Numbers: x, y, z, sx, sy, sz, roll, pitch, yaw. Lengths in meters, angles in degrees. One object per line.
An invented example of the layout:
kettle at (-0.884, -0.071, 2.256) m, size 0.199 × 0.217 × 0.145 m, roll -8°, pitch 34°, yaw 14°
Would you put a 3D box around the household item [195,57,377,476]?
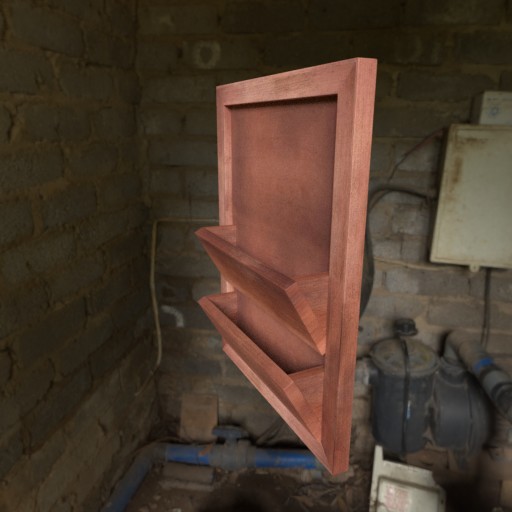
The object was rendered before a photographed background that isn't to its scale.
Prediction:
household item at (0.000, 0.000, 0.536) m, size 0.067 × 0.407 × 0.310 m, roll -8°, pitch 18°, yaw -25°
